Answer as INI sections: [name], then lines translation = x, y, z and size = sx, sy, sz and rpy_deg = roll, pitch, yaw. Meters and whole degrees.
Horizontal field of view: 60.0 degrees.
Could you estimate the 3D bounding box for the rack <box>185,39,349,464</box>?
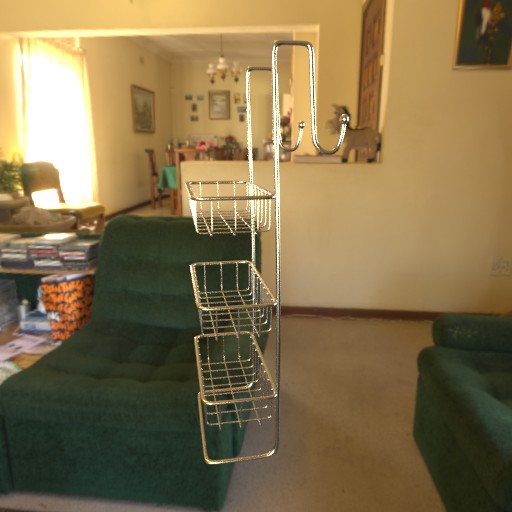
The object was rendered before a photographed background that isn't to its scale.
[rack]
translation = 0.000, 0.000, 0.683
size = 0.202, 0.574, 0.228
rpy_deg = -3, 15, -10
